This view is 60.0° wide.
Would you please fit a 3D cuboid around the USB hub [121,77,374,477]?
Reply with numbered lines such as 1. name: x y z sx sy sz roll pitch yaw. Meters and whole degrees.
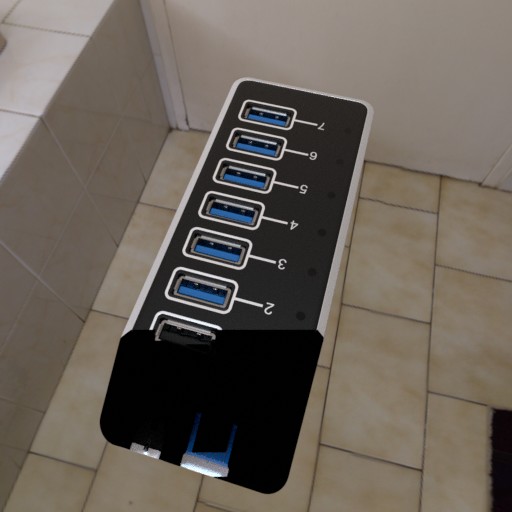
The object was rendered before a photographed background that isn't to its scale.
1. USB hub: 0.000 0.000 0.122 0.044 0.023 0.110 14 63 7
